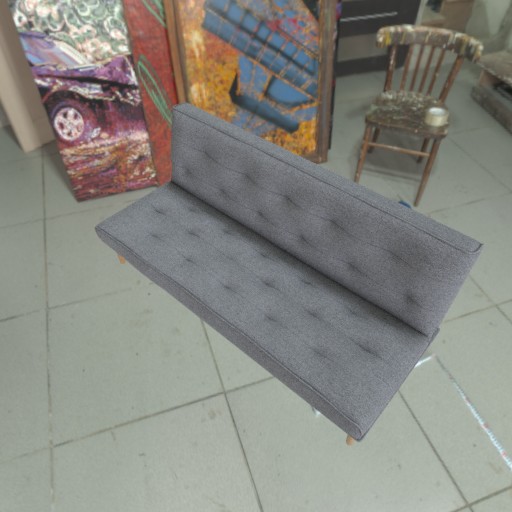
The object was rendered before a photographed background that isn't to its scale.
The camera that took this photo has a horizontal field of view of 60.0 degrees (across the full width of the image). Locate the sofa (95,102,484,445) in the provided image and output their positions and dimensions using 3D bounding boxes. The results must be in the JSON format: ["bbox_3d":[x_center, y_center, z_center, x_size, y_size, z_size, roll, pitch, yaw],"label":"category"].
[{"bbox_3d":[0.000,0.000,2.303,1.820,0.830,0.810,33,55,27],"label":"sofa"}]
